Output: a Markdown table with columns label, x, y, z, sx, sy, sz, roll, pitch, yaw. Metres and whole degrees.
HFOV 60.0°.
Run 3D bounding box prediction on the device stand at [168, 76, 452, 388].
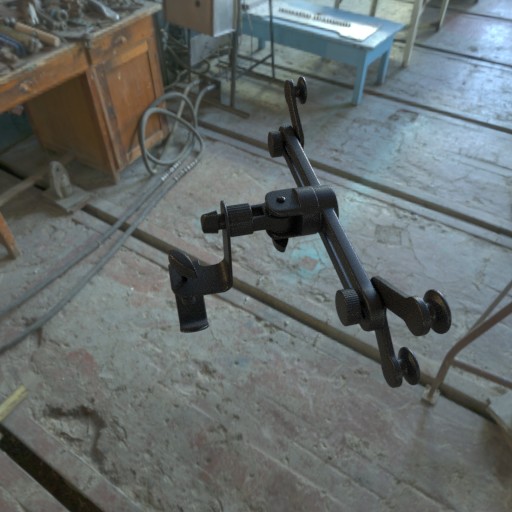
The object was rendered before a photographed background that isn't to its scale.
| label | x | y | z | sx | sy | sz | roll | pitch | yaw |
| --- | --- | --- | --- | --- | --- | --- | --- | --- | --- |
| device stand | 0.000 | 0.000 | 0.356 | 0.142 | 0.166 | 0.270 | -9 | 48 | -8 |
